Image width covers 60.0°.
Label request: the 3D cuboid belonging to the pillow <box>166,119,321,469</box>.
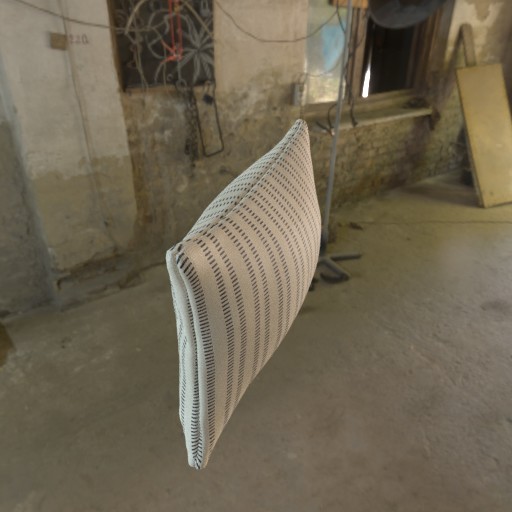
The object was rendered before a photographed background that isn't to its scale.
[{"bbox_3d":[0.000,0.000,0.803,0.210,0.353,0.640,9,31,15],"label":"pillow"}]
